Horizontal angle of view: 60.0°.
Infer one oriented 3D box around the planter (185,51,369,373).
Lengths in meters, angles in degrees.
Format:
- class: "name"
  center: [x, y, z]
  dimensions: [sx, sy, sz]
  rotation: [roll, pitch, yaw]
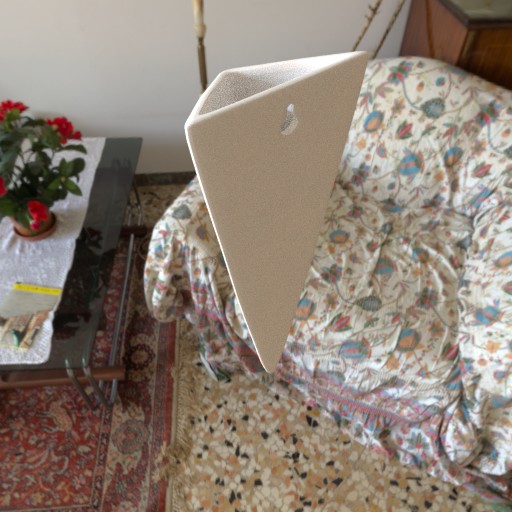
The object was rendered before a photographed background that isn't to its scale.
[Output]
- class: "planter"
  center: [0.000, 0.000, 0.394]
  dimensions: [0.143, 0.338, 0.065]
  rotation: [-32, 54, -26]
